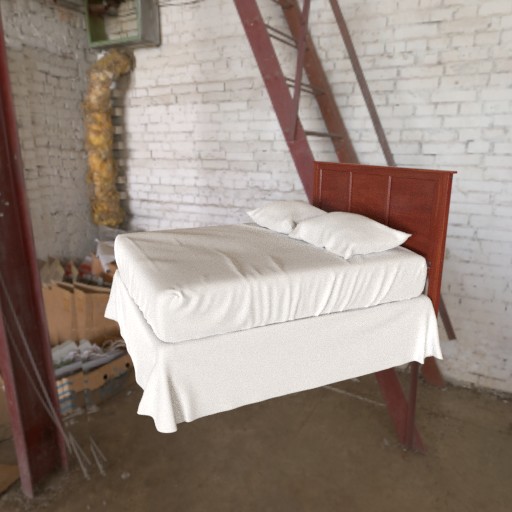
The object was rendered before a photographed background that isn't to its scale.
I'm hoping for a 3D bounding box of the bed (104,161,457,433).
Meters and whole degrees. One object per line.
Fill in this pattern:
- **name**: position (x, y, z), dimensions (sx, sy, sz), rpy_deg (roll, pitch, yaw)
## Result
- **bed**: position (0.000, 0.000, 3.261), dimensions (2.050, 1.270, 1.870), rpy_deg (-7, 16, -24)
